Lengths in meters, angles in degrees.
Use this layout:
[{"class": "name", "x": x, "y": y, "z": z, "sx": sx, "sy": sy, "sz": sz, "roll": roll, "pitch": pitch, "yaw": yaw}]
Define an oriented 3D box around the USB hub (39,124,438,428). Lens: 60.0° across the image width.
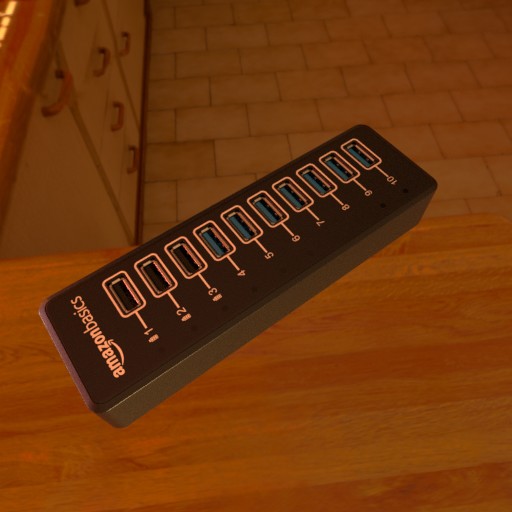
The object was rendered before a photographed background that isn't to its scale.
[{"class": "USB hub", "x": 0.000, "y": 0.000, "z": 0.165, "sx": 0.145, "sy": 0.023, "sz": 0.044, "roll": -32, "pitch": 63, "yaw": -18}]
